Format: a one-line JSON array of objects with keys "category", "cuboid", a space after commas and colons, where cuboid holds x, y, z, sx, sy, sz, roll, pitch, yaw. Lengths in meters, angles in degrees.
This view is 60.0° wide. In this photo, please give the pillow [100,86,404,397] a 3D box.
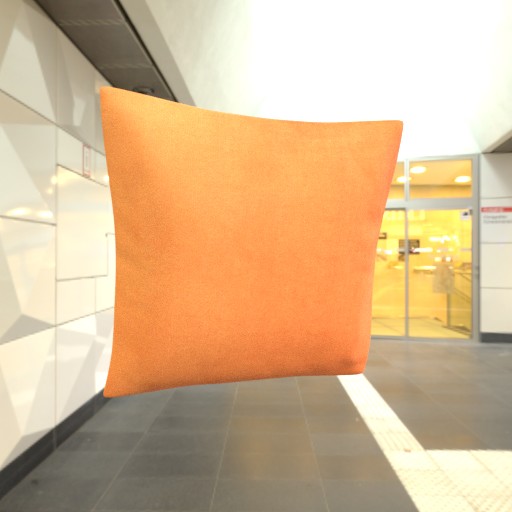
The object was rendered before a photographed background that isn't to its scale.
[{"category": "pillow", "cuboid": [0.000, 0.000, 0.641, 0.424, 0.401, 0.177, 0, 0, -18]}]
